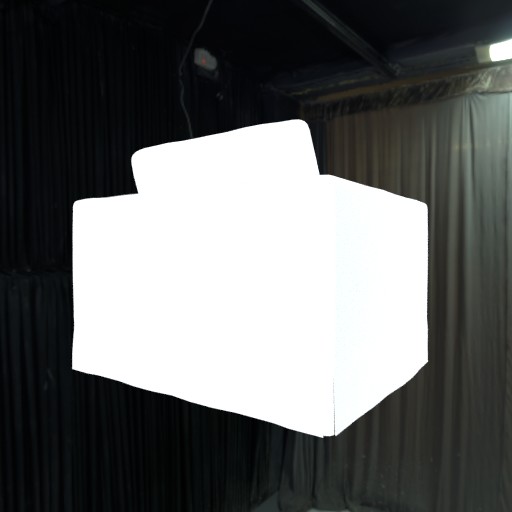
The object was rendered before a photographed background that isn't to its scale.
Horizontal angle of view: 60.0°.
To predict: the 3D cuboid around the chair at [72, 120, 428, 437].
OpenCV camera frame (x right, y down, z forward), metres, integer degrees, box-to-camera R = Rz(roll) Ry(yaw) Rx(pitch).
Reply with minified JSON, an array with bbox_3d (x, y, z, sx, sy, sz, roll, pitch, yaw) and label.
[{"bbox_3d":[0.000,0.000,1.795,1.150,0.878,0.957,1,1,35],"label":"chair"}]
